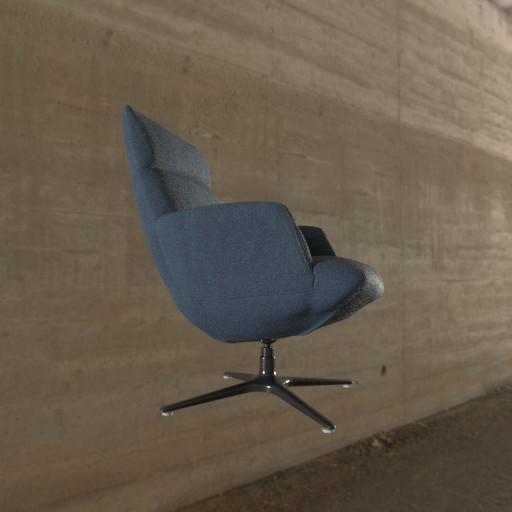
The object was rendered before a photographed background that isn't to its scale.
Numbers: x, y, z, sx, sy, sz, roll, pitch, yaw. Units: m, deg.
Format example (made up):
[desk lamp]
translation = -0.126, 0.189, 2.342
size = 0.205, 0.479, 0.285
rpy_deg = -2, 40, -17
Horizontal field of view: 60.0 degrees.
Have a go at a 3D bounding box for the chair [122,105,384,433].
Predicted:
[chair]
translation = 0.000, 0.000, 1.608
size = 0.889, 1.016, 0.711
rpy_deg = -1, -3, 17
